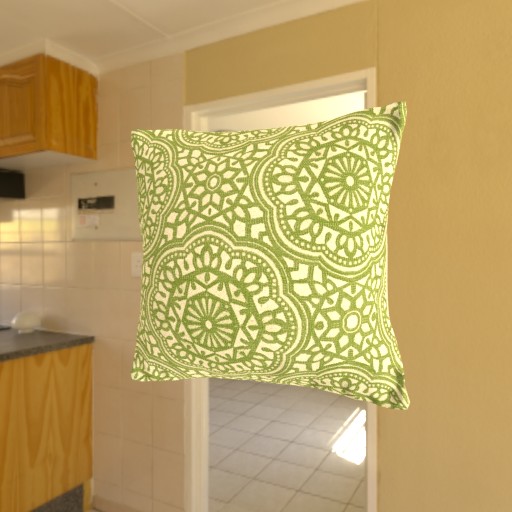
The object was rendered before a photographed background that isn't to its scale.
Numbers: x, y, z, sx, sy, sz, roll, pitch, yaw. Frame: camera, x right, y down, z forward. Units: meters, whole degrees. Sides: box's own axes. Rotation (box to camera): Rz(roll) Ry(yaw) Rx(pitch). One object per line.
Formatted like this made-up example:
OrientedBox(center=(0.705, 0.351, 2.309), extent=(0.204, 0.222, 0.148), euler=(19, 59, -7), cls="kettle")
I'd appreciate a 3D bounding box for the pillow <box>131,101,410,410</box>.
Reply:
OrientedBox(center=(0.000, 0.000, 0.669), extent=(0.440, 0.419, 0.162), euler=(0, 0, 18), cls="pillow")
